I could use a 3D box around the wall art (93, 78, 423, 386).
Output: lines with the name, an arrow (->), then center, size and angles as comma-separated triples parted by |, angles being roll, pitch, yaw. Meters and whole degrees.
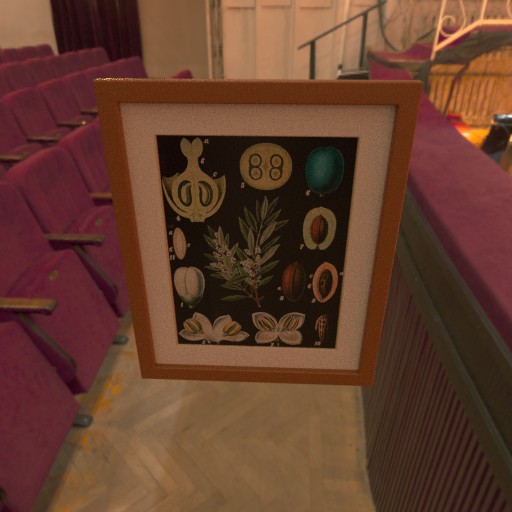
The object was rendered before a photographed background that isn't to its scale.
wall art -> 0.000, 0.000, 0.510 | 0.310, 0.379, 0.015 | 1, 28, 2
